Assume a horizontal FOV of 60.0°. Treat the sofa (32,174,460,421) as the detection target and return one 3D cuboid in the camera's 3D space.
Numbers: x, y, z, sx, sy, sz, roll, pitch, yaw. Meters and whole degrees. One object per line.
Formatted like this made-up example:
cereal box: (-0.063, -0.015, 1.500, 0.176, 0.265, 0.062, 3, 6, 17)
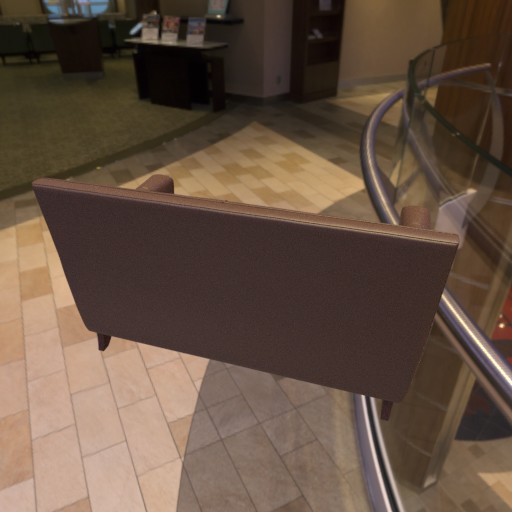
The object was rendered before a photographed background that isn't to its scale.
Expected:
sofa: (0.000, 0.000, 1.997, 1.468, 0.859, 0.853, 9, 33, 15)
